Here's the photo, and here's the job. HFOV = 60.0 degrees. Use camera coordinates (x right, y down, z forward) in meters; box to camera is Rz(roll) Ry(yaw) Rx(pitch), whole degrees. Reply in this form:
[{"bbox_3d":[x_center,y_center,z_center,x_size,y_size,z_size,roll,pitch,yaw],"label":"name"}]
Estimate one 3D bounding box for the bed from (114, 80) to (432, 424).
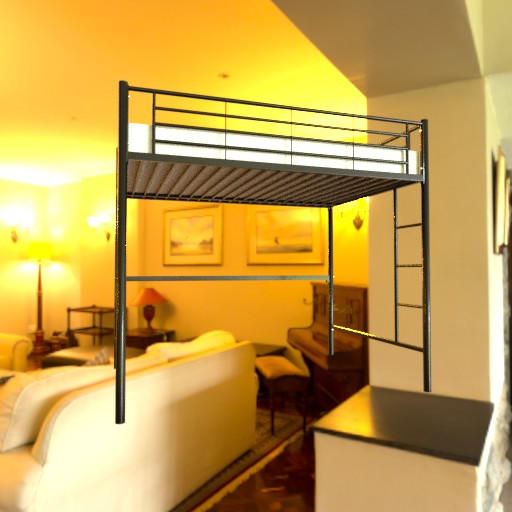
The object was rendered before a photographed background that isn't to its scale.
[{"bbox_3d":[0.000,0.000,3.284,1.994,1.803,1.397,1,-2,-18],"label":"bed"}]
